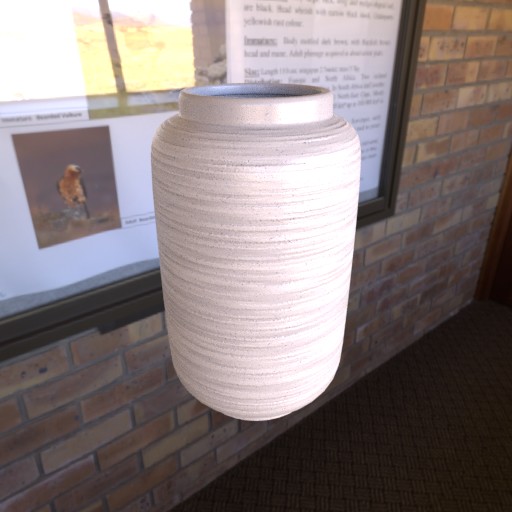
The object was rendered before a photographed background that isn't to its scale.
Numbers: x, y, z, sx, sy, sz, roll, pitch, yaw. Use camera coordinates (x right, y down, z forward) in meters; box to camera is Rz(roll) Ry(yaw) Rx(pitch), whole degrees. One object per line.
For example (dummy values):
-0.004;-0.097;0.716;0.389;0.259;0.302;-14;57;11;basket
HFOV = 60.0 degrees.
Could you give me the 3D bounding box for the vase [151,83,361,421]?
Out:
0.000;0.000;0.475;0.202;0.335;0.202;0;26;0;vase
